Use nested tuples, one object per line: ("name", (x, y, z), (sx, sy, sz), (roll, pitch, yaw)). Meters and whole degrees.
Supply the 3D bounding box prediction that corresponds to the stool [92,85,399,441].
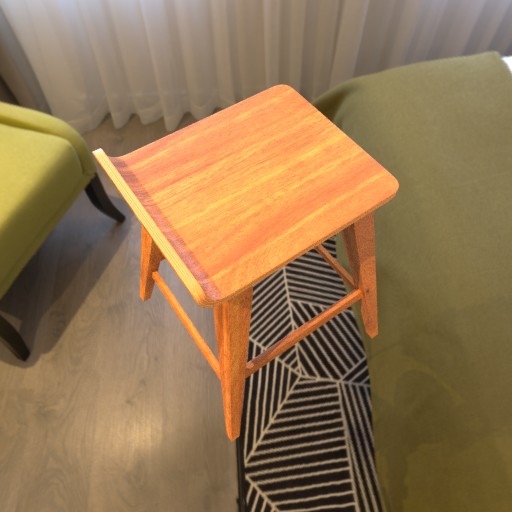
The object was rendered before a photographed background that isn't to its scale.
("stool", (0.000, 0.000, 1.021), (0.500, 0.650, 0.500), (-31, 63, -18))
